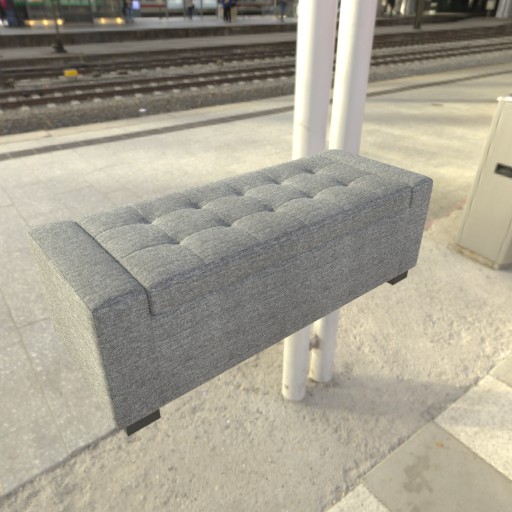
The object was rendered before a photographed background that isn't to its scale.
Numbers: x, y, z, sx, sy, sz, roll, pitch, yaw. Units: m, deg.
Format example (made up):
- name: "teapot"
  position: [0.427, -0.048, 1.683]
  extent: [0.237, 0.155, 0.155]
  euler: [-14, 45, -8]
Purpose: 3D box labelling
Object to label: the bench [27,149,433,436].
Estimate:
- name: "bench"
  position: [0.000, 0.000, 1.549]
  extent: [1.296, 0.445, 0.508]
  euler: [-22, 36, -33]
